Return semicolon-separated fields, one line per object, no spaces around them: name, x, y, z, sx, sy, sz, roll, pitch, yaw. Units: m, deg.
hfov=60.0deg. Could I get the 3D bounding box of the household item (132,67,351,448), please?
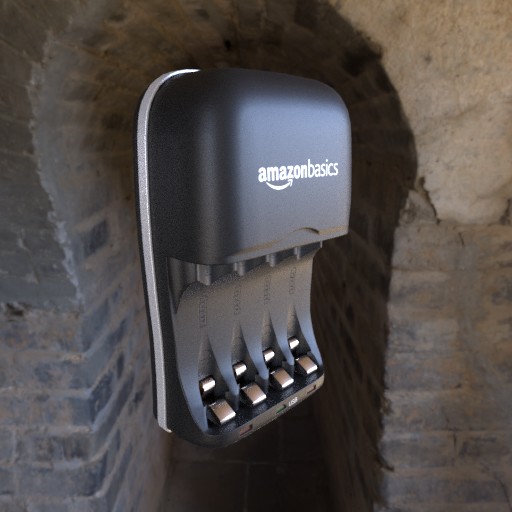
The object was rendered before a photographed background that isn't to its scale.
household item;0.000;0.000;0.147;0.038;0.114;0.070;14;20;43
